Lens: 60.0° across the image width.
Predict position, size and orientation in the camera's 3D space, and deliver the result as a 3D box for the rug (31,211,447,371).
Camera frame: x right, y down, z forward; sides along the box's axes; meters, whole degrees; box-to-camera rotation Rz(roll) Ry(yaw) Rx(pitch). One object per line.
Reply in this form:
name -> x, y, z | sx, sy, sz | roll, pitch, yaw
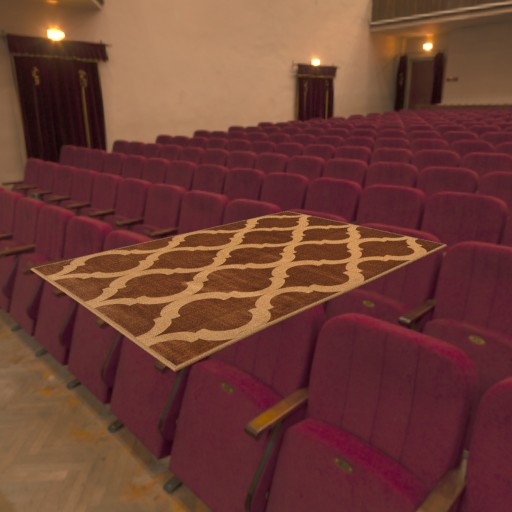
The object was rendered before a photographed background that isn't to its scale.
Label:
rug -> 0.000, 0.000, 2.889 | 2.290, 0.014, 1.526 | -17, 25, -41
